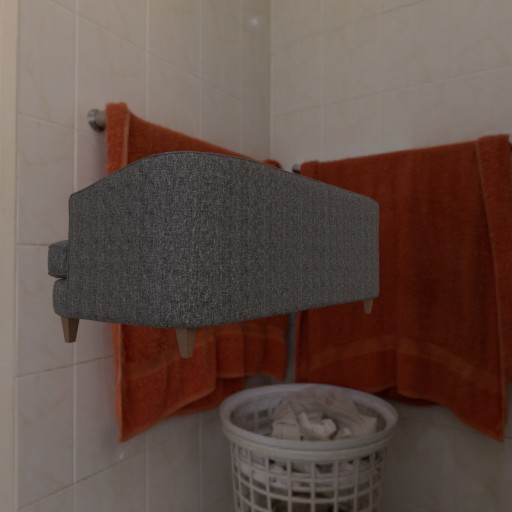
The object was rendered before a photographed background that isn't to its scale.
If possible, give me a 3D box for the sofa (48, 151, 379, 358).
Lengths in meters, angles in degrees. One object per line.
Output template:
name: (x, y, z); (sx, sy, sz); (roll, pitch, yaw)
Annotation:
sofa: (0.000, 0.000, 2.805); (0.941, 0.855, 2.278); (-1, -1, 36)
